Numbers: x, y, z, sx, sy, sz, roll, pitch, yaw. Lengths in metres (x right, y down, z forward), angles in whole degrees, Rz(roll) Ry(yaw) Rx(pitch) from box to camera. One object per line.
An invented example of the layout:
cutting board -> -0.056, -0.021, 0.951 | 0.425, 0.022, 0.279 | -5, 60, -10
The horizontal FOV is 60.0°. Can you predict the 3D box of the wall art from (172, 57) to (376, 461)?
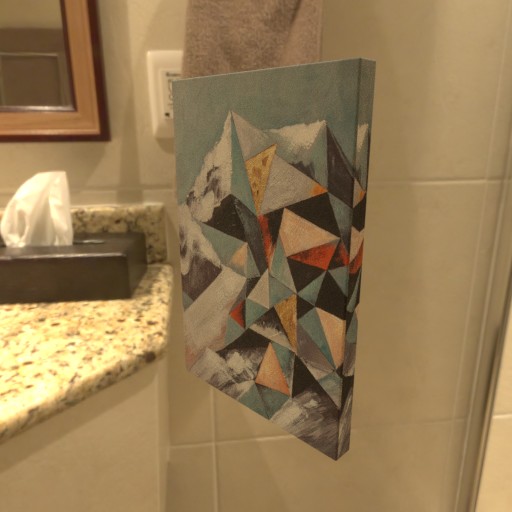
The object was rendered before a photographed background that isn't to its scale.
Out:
wall art -> 0.000, 0.000, 1.181 | 0.609, 0.911, 0.061 | 15, 22, 43
